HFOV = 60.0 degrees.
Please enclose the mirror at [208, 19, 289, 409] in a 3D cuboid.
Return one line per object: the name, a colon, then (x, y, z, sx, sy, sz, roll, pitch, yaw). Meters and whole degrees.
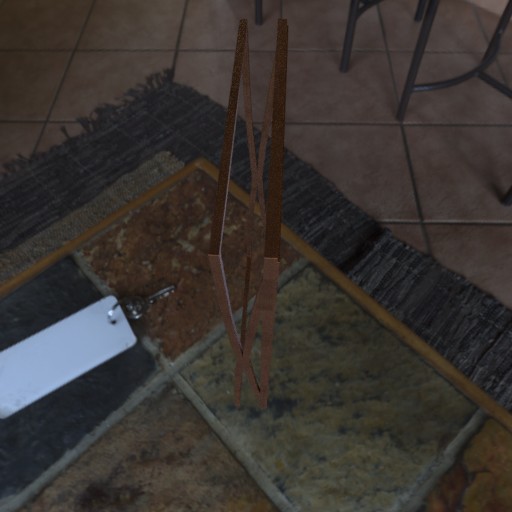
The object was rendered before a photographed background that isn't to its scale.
mirror: (0.000, 0.000, 0.950, 0.082, 0.768, 0.468, 3, 59, 2)
